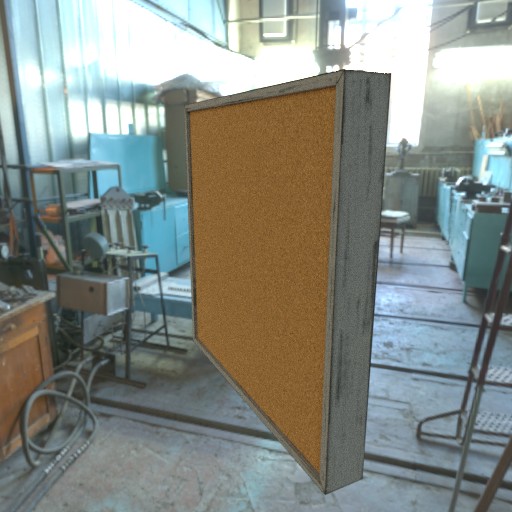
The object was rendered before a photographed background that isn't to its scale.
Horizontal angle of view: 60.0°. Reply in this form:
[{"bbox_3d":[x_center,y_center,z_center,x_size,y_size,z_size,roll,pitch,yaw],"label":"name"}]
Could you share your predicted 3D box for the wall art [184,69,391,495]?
[{"bbox_3d":[0.000,0.000,0.439,0.036,0.303,0.303,-7,16,-26],"label":"wall art"}]
